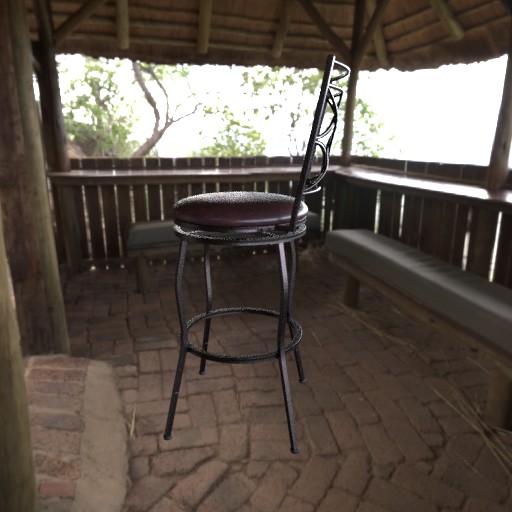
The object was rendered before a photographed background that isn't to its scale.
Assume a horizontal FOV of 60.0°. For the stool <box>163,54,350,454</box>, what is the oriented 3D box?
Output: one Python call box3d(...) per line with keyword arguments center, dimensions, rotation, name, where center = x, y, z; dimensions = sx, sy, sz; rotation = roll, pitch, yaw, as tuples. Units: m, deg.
box3d(center=(0.000, 0.000, 1.428), dimensions=(0.534, 1.117, 0.434), rotation=(2, 15, 9), name="stool")
